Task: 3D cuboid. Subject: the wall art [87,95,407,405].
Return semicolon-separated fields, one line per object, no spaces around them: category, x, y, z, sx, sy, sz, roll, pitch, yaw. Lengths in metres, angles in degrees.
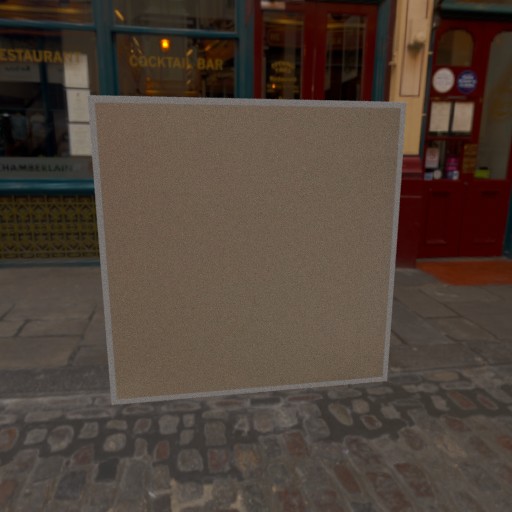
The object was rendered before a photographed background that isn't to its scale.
wall art;0.000;0.000;0.679;0.456;0.456;0.007;-2;13;-9
